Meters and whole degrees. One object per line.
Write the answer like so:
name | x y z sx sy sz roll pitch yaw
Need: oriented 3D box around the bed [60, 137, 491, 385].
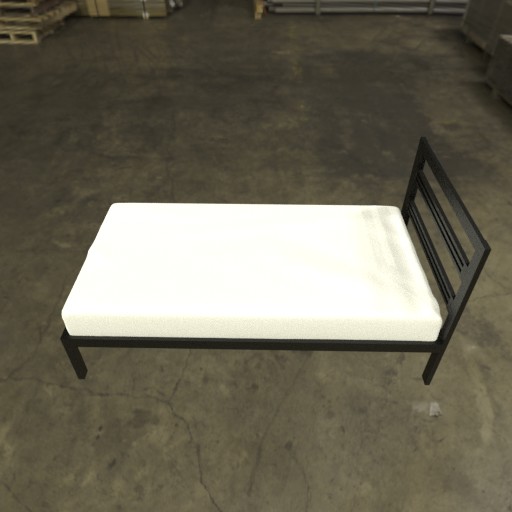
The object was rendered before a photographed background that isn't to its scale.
bed | 0.000 0.000 2.478 1.930 0.967 0.991 1 41 1
